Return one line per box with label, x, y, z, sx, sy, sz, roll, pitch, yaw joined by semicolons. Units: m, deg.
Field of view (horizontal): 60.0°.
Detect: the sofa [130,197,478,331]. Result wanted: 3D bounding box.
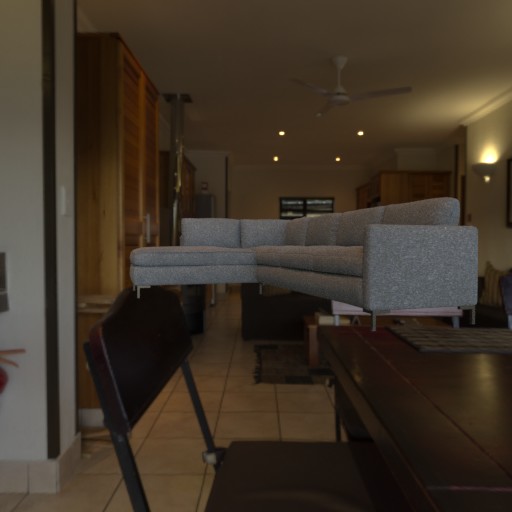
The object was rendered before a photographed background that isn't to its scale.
sofa;0.000;0.000;3.848;2.007;0.815;2.949;0;1;-18
